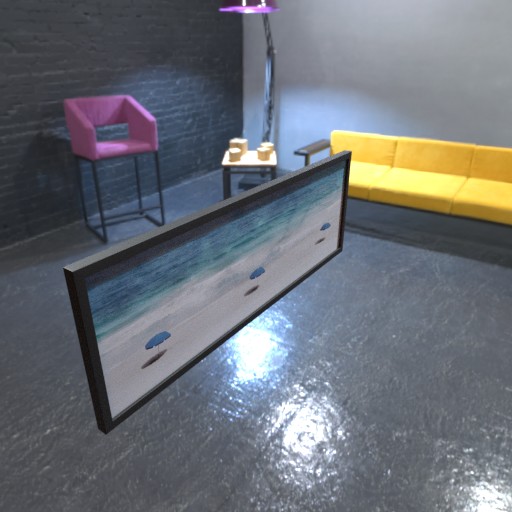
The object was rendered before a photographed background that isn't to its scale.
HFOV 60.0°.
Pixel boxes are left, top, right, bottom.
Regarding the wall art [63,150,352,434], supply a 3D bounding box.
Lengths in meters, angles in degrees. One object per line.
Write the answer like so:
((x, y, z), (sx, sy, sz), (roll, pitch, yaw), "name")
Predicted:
((0.000, 0.000, 1.781), (0.041, 0.554, 1.572), (18, 32, 32), "wall art")
